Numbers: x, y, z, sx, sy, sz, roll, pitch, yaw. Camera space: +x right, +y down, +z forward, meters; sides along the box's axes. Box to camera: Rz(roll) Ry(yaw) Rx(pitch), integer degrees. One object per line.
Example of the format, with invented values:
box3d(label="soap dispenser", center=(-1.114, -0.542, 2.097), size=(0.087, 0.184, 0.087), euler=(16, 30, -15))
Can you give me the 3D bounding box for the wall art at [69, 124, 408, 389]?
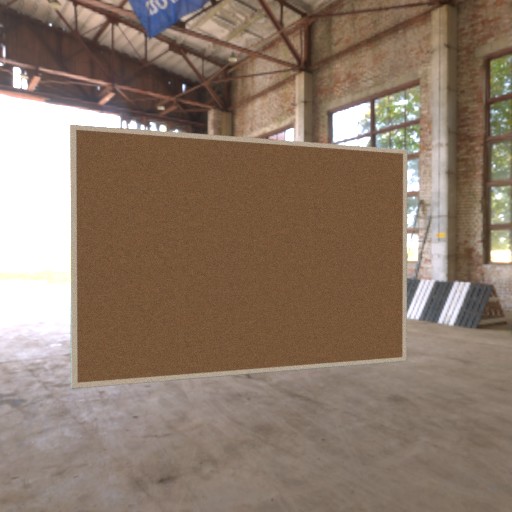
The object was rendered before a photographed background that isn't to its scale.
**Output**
box3d(label="wall art", center=(0.000, 0.000, 1.465), size=(1.136, 0.769, 0.040), euler=(0, 1, -17))
